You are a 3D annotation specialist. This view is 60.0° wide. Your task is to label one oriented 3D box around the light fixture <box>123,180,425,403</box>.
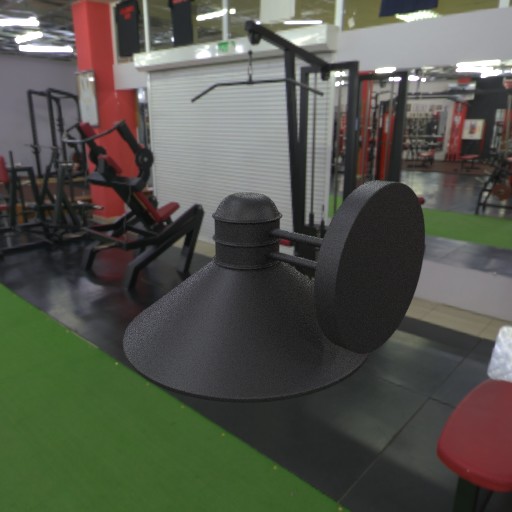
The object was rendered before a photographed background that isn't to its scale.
[{"bbox_3d":[0.000,0.000,0.682,0.434,0.265,0.396,16,23,42],"label":"light fixture"}]
